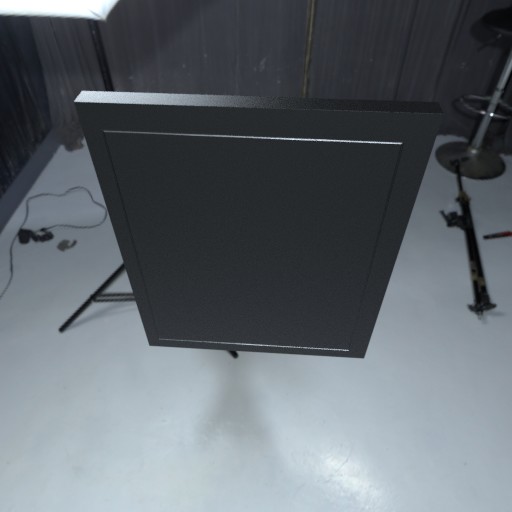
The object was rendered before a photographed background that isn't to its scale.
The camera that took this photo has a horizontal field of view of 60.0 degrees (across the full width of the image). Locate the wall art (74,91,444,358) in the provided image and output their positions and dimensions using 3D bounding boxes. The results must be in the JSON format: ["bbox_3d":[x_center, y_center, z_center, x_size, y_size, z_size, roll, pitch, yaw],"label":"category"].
[{"bbox_3d":[0.000,0.000,0.761,0.461,0.558,0.031,3,46,3],"label":"wall art"}]
